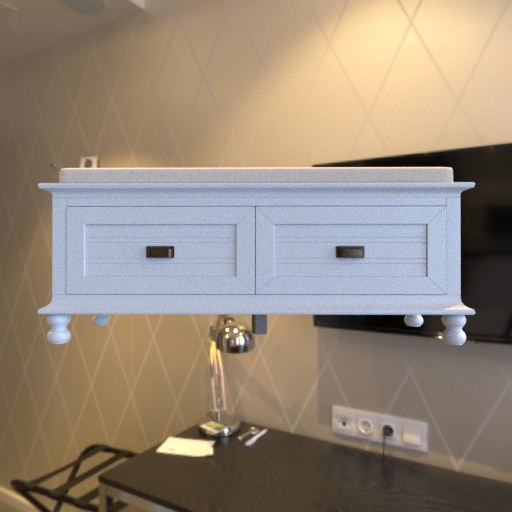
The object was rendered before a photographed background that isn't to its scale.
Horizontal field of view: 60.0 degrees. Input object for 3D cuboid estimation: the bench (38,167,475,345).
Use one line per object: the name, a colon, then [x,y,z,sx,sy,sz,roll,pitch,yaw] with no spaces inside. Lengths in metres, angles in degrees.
bench: [0.000,0.000,1.400,1.185,0.486,0.402,0,0,1]
